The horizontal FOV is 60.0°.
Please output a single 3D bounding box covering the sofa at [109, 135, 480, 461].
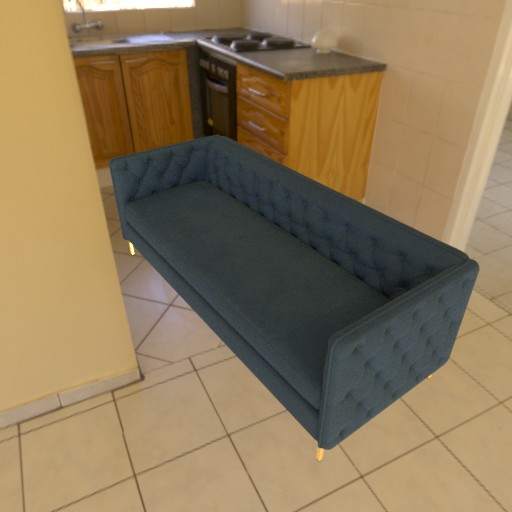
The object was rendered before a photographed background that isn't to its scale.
[{"bbox_3d":[0.000,0.000,2.653,0.895,0.771,2.209,-22,40,-29],"label":"sofa"}]
